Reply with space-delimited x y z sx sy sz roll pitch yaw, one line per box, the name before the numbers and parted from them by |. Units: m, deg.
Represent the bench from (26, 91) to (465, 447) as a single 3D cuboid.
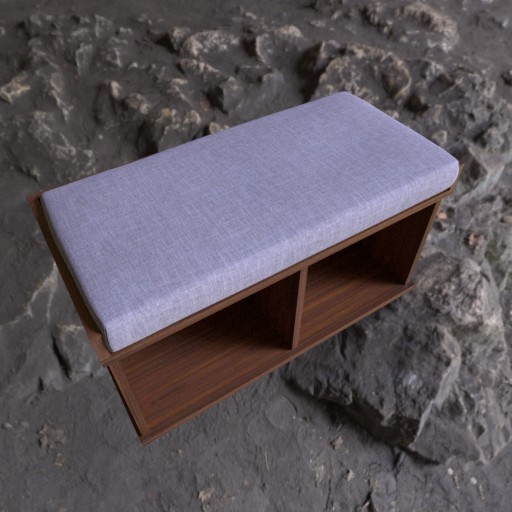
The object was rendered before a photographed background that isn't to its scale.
bench | 0.000 0.000 0.961 0.734 0.461 0.362 -25 52 -22
